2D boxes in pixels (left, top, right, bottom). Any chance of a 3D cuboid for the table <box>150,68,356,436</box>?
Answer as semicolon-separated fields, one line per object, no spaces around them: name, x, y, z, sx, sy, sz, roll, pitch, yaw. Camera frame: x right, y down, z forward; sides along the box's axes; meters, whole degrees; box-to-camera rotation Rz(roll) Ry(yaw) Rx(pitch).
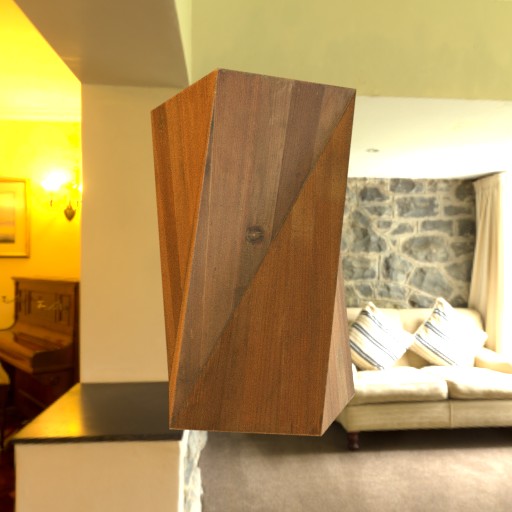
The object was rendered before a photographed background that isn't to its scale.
table;0.000;0.000;0.924;0.441;0.604;0.425;-1;-1;36
